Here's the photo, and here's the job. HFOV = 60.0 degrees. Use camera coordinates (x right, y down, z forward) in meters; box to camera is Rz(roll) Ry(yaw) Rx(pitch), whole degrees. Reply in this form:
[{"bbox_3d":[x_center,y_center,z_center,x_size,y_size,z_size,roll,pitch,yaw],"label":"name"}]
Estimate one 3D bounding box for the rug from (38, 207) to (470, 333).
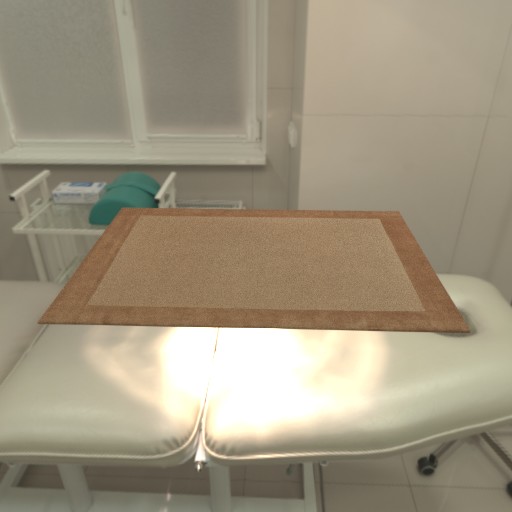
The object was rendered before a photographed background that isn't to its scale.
[{"bbox_3d":[0.000,0.000,2.396,1.829,0.014,1.219,1,30,2],"label":"rug"}]
